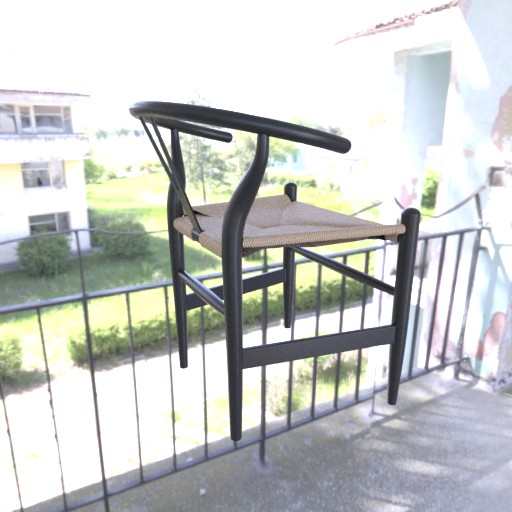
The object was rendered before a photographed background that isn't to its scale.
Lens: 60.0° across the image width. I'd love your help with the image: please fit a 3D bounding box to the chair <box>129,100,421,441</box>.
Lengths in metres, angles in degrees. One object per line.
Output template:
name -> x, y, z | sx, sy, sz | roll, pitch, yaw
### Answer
chair -> 0.000, 0.000, 1.133 | 0.570, 0.739, 0.570 | -9, 19, -27
